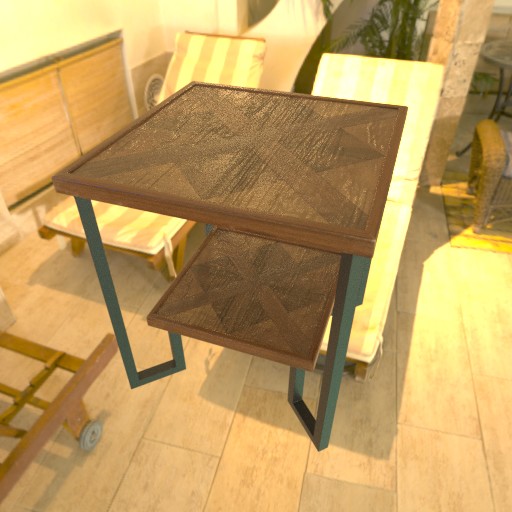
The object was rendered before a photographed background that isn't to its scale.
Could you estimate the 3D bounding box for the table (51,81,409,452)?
[{"bbox_3d":[0.000,0.000,0.987,0.503,0.563,0.503,13,40,15],"label":"table"}]
